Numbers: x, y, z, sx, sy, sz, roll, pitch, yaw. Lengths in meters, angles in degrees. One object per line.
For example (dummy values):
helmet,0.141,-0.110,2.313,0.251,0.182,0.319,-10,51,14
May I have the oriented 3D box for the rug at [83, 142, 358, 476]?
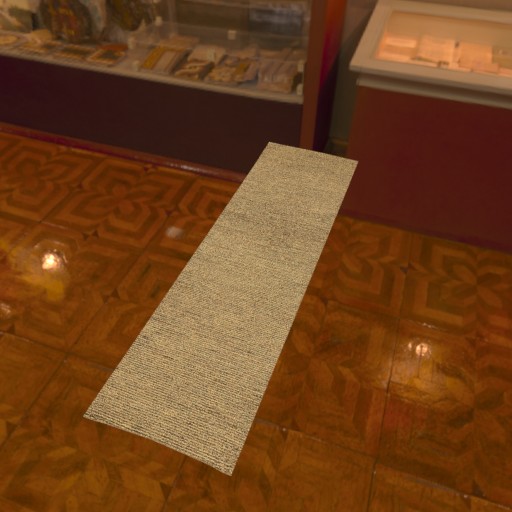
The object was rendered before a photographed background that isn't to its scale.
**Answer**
rug,0.000,0.000,2.584,0.697,0.013,2.335,16,49,15
